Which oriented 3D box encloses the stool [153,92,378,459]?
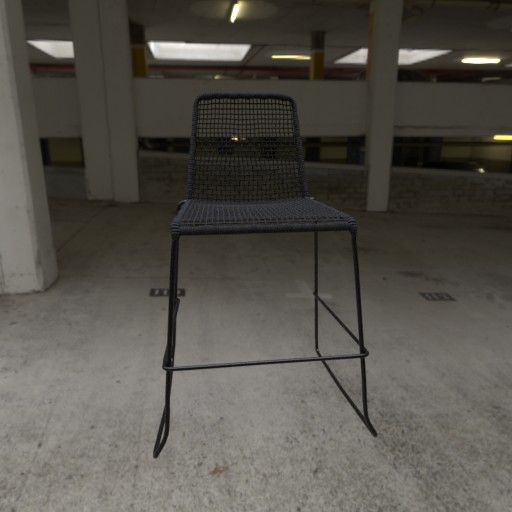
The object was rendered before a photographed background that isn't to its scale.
[{"bbox_3d":[0.000,0.000,1.253,0.590,0.905,0.509,-2,16,-8],"label":"stool"}]
